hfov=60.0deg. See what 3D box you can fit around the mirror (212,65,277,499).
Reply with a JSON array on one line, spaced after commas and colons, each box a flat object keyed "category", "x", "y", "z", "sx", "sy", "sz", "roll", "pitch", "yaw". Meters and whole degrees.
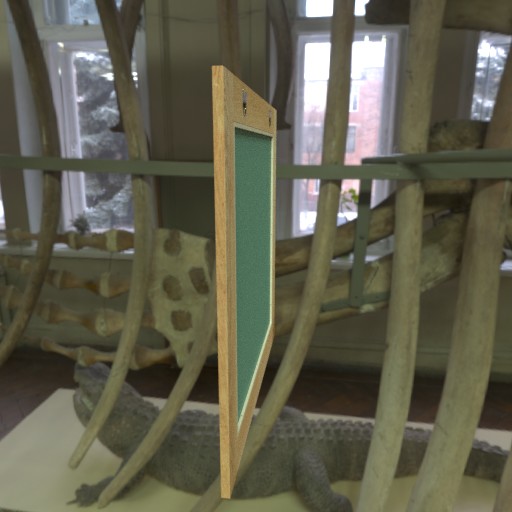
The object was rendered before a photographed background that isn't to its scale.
[{"category": "mirror", "x": 0.000, "y": 0.000, "z": 1.171, "sx": 0.020, "sy": 0.800, "sz": 0.800, "roll": 2, "pitch": 14, "yaw": 8}]
